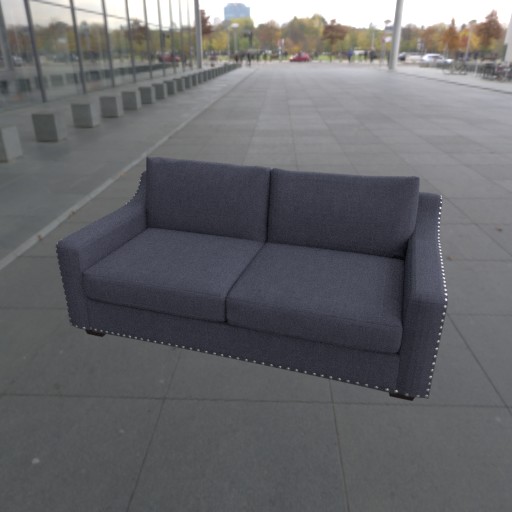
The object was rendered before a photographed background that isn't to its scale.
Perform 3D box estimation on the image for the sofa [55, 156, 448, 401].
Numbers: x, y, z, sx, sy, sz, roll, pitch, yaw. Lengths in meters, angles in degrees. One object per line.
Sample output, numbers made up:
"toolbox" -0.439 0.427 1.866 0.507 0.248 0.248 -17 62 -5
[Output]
"sofa" 0.000 0.000 3.312 2.550 1.196 1.336 8 26 16
